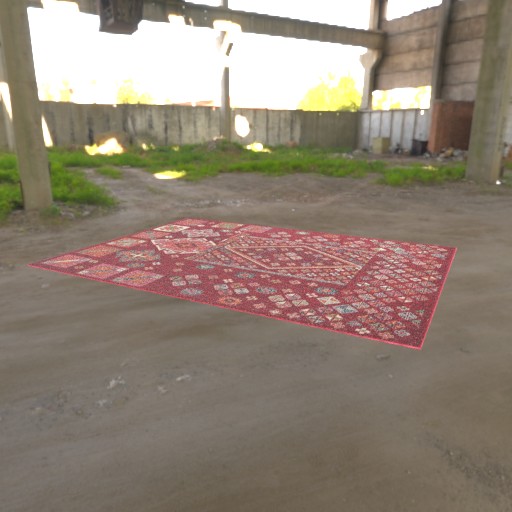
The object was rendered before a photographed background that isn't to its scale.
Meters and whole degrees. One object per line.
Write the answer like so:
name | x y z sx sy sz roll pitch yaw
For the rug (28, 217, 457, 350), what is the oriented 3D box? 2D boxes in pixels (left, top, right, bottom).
rug | 0.000 0.000 4.183 3.306 0.011 2.389 8 18 27
